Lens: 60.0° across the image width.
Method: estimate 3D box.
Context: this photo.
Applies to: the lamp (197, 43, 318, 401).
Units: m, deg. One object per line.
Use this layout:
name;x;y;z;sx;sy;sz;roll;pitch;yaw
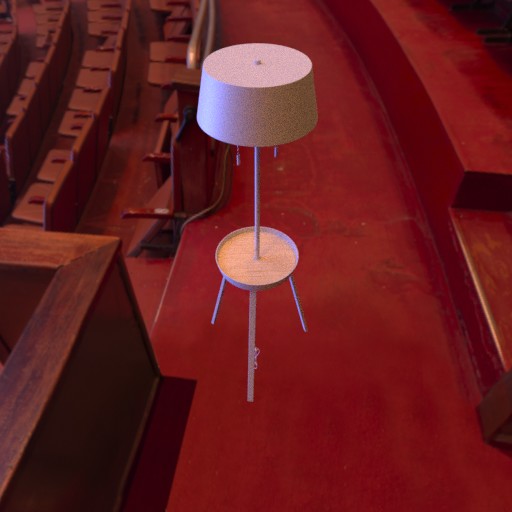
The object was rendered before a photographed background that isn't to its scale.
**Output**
lamp;0.000;0.000;1.691;0.508;1.429;0.468;4;45;4
